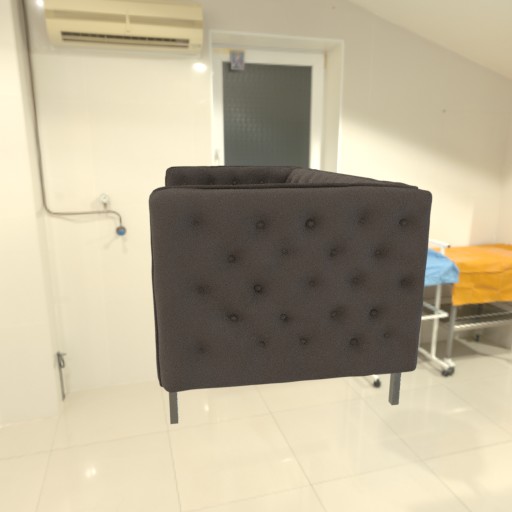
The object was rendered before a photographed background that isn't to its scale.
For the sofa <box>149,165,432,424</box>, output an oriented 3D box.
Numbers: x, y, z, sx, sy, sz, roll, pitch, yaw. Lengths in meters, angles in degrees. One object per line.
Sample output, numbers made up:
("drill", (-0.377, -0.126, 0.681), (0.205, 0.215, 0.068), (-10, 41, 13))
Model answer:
("sofa", (0.000, 0.000, 2.153), (0.909, 0.810, 1.583), (-2, 14, -9))
